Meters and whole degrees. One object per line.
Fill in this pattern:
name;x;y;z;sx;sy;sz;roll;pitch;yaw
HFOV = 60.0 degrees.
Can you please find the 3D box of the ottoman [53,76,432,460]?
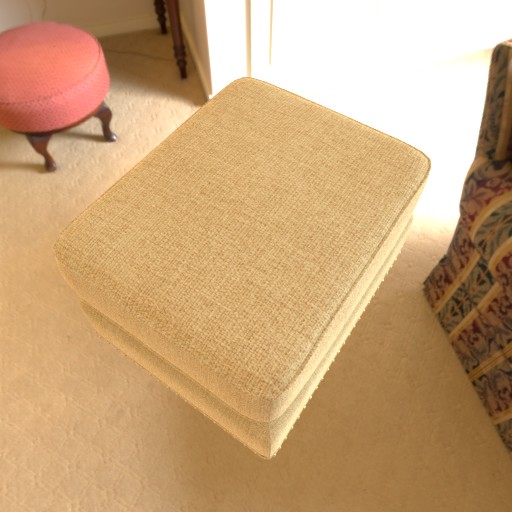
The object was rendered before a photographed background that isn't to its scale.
ottoman;0.000;0.000;1.138;0.589;0.537;0.738;30;63;18
